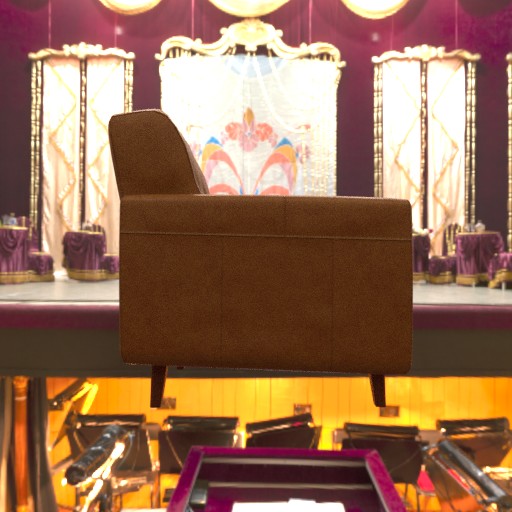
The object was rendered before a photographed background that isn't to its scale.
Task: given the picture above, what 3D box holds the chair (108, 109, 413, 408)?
[{"bbox_3d":[0.000,0.000,1.672,0.942,0.968,0.845,0,0,0],"label":"chair"}]
